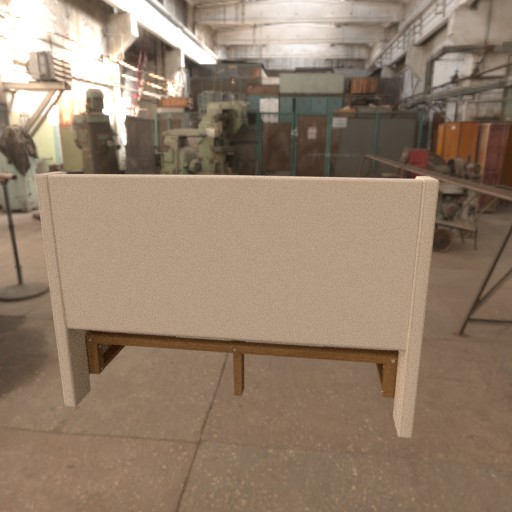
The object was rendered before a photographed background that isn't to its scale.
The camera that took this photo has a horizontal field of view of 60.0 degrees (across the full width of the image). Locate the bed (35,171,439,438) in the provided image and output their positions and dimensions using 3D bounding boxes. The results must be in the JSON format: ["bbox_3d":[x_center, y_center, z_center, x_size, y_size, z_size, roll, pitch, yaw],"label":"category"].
[{"bbox_3d":[0.000,0.000,3.571,2.145,1.471,2.293,2,15,8],"label":"bed"}]
